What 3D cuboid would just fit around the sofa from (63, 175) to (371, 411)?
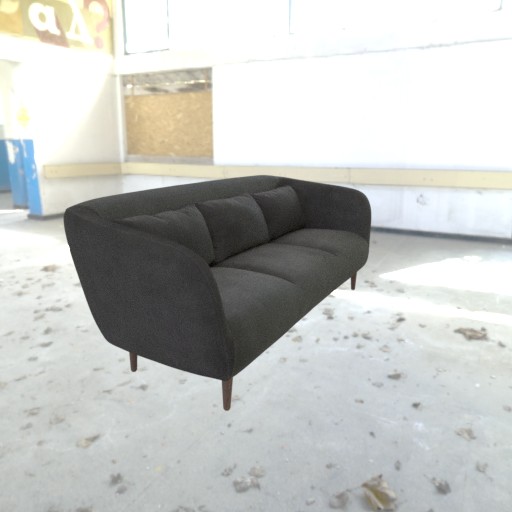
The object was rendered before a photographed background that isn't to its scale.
[{"bbox_3d":[0.000,0.000,2.772,0.956,0.875,2.296,8,17,28],"label":"sofa"}]
